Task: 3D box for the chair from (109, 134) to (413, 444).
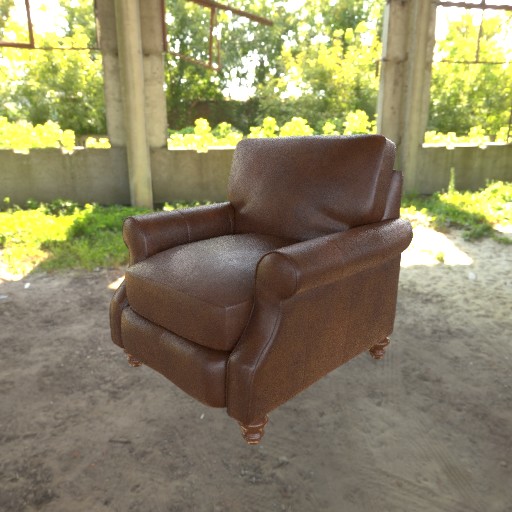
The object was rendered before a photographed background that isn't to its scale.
[{"bbox_3d":[0.000,0.000,1.830,0.989,0.972,0.992,14,21,42],"label":"chair"}]
